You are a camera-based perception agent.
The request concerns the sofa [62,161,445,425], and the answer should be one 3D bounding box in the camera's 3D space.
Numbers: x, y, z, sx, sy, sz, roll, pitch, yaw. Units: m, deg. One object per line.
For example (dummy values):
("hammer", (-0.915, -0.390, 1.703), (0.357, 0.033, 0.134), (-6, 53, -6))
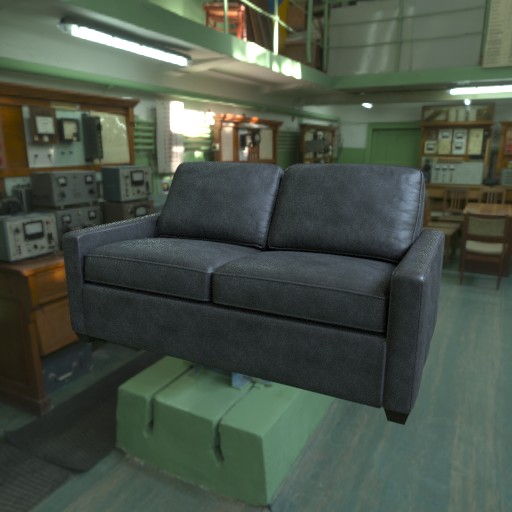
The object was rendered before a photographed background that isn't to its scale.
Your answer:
("sofa", (0.000, 0.000, 2.267), (1.732, 0.916, 0.939), (7, 16, 25))
